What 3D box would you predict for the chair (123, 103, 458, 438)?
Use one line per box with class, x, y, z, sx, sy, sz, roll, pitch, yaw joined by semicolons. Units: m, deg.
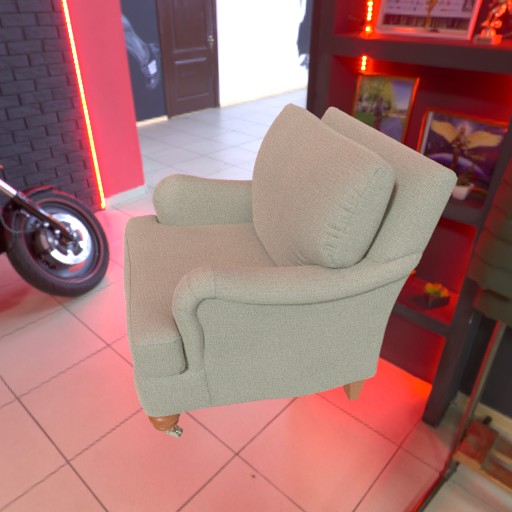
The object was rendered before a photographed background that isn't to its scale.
chair;0.000;0.000;1.833;1.070;1.038;0.955;-8;32;-13
